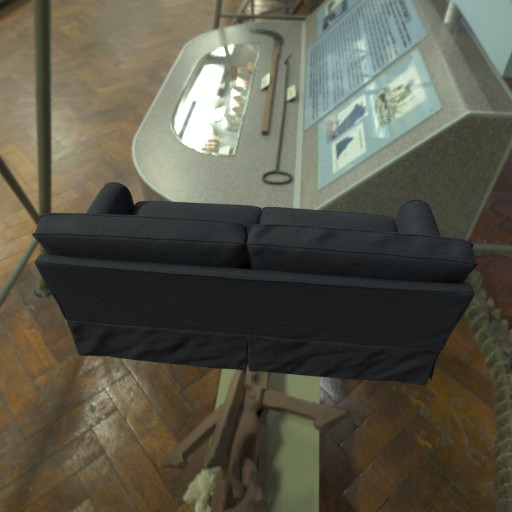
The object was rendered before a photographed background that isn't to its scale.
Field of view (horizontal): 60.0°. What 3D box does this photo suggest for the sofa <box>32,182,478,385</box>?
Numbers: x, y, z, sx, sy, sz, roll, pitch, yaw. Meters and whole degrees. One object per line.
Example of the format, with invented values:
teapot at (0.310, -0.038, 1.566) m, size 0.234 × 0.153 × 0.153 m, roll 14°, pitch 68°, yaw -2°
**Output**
sofa at (0.000, 0.000, 2.746) m, size 2.256 × 1.094 × 0.983 m, roll 4°, pitch 45°, yaw 4°
